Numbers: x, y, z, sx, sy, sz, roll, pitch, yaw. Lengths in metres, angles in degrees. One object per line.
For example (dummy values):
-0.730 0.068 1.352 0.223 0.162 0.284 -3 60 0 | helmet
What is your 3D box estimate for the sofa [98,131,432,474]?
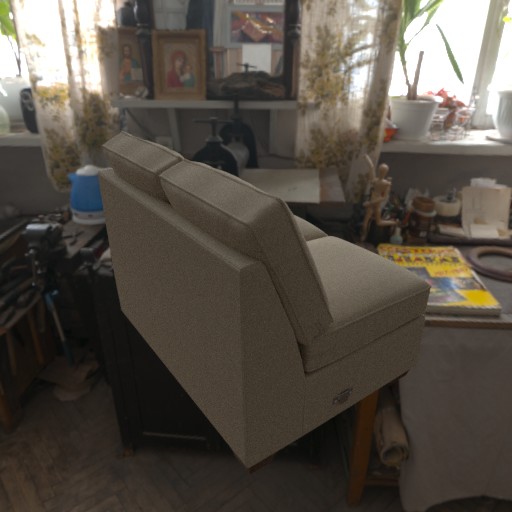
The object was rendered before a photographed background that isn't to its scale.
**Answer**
0.000 0.000 2.001 0.951 1.008 1.237 -17 31 -31 | sofa
